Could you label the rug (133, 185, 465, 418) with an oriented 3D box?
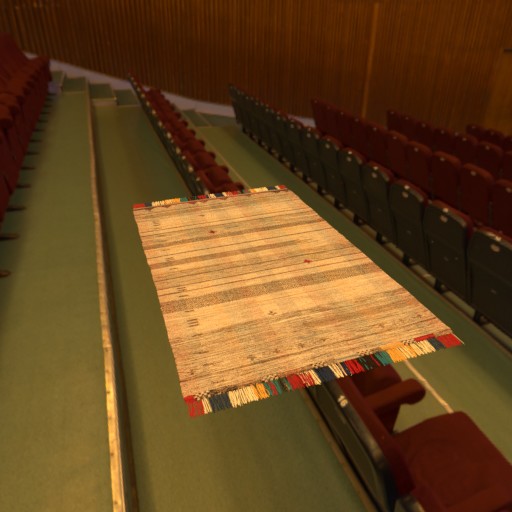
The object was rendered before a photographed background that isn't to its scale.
[{"bbox_3d":[0.000,0.000,3.090,1.465,0.012,2.465,-10,31,-17],"label":"rug"}]
